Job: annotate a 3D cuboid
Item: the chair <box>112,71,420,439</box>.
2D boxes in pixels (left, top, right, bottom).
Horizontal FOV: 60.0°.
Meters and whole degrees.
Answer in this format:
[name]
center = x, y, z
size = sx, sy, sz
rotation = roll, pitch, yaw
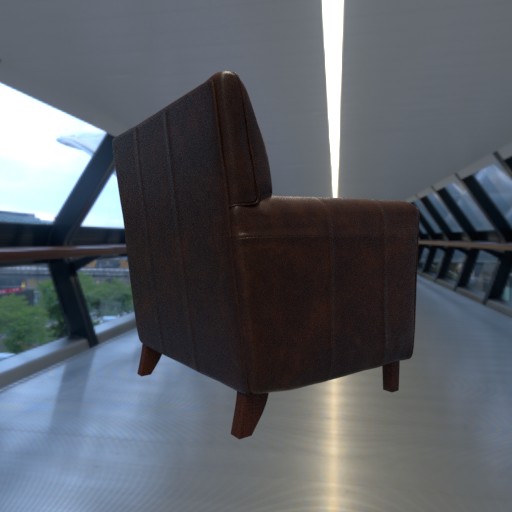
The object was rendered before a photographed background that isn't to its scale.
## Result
[chair]
center = 0.000, 0.000, 1.639
size = 0.823, 0.943, 0.870
rotation = -1, 1, -35
